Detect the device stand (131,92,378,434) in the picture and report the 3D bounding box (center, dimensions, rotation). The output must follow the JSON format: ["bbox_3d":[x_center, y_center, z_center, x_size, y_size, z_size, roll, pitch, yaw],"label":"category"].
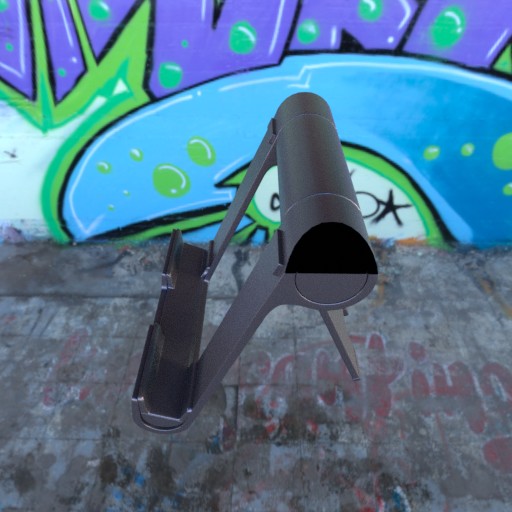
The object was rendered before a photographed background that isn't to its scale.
[{"bbox_3d":[0.000,0.000,0.155,0.079,0.084,0.088,0,41,0],"label":"device stand"}]
